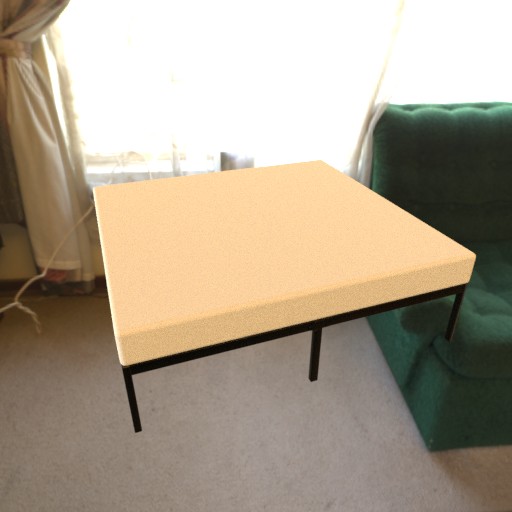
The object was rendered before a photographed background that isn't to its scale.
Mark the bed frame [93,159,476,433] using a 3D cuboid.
[{"bbox_3d":[0.000,0.000,3.237,2.079,0.659,1.963,-11,31,-18],"label":"bed frame"}]
